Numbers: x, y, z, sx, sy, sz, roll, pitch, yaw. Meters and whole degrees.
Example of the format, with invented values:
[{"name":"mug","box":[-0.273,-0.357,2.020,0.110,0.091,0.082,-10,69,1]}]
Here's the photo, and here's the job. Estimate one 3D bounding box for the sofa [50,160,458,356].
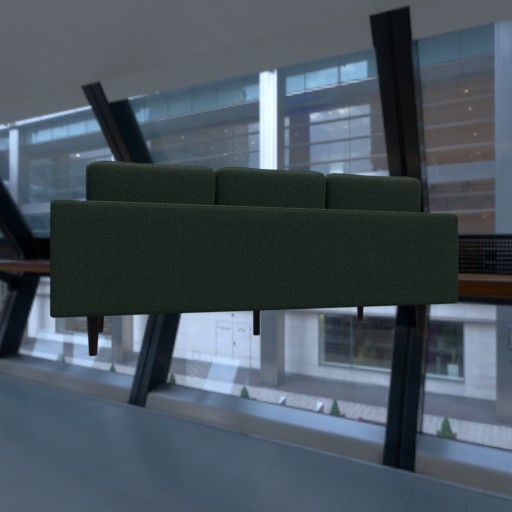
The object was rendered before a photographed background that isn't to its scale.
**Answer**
[{"name":"sofa","box":[0.000,0.000,2.528,2.029,0.899,0.879,0,0,-17]}]
